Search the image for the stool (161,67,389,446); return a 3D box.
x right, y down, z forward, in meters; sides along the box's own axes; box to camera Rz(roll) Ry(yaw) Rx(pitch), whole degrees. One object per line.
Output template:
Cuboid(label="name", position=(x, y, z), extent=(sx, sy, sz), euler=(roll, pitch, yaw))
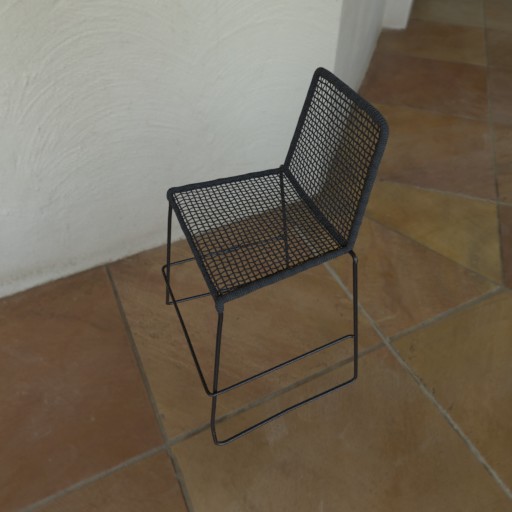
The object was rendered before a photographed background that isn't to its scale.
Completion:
Cuboid(label="stool", position=(0.000, 0.000, 1.262), extent=(0.509, 0.905, 0.590), euler=(-17, 48, -16))
